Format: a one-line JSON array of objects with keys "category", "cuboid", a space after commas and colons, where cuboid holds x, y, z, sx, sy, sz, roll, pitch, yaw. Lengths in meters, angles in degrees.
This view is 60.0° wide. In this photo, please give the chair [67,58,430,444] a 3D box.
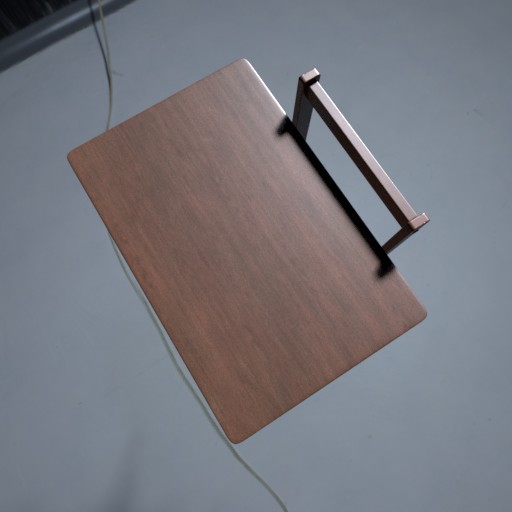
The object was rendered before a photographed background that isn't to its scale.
[{"category": "chair", "cuboid": [0.000, 0.000, 1.052, 0.463, 0.673, 0.599, -32, 79, -7]}]
